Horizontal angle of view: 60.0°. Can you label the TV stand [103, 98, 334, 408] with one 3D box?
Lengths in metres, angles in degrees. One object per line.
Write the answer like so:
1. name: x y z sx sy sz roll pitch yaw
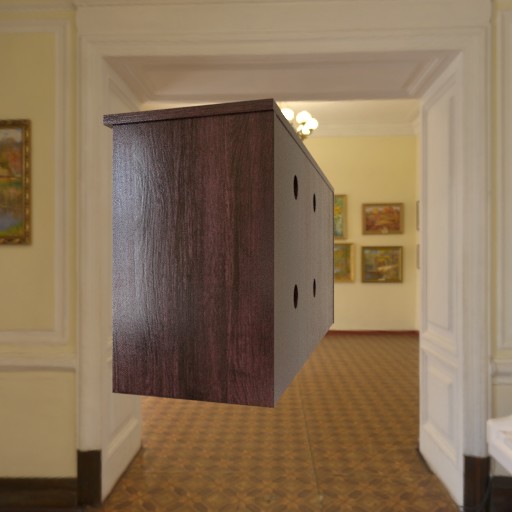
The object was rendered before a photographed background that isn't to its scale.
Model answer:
1. TV stand: 0.000 0.000 1.495 0.404 0.614 1.192 0 0 16
